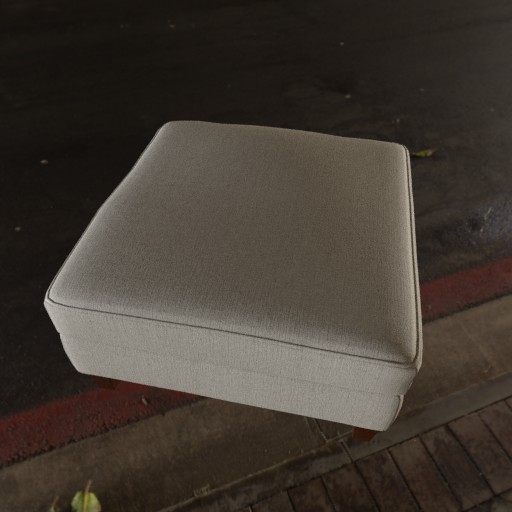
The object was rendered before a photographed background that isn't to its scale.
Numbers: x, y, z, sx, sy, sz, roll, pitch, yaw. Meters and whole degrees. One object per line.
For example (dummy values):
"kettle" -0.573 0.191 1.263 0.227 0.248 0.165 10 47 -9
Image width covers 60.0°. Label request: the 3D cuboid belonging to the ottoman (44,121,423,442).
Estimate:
"ottoman" 0.000 0.000 1.317 0.838 0.478 0.838 8 46 8
